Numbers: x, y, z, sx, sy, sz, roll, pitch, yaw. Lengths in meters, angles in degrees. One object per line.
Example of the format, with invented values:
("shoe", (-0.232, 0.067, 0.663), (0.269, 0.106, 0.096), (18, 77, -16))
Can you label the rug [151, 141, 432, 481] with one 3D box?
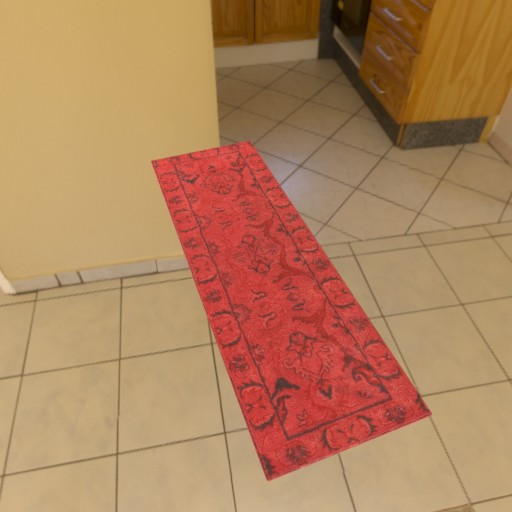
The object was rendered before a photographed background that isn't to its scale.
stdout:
("rug", (0.000, 0.000, 2.711), (0.813, 0.018, 2.439), (-15, 48, -14))
